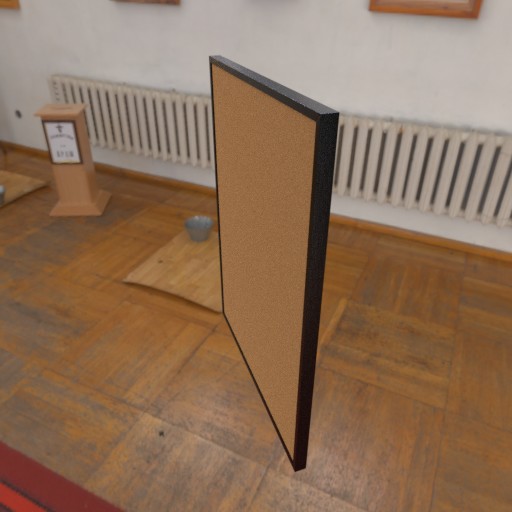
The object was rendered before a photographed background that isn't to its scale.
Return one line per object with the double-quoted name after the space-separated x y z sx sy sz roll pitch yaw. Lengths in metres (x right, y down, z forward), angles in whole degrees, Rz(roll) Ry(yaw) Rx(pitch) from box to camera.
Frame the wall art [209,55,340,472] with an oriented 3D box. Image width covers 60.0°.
0.000 0.000 1.392 0.040 1.062 0.805 -10 33 -16 "wall art"
